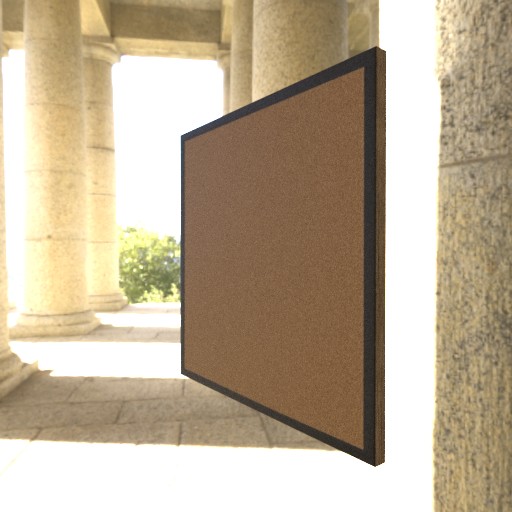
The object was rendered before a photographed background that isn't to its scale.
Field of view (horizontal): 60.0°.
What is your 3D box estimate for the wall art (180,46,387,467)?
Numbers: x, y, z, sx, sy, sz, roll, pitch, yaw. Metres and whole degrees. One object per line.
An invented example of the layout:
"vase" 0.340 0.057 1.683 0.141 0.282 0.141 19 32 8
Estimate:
"wall art" 0.000 0.000 1.013 0.029 0.691 0.695 0 1 -37
